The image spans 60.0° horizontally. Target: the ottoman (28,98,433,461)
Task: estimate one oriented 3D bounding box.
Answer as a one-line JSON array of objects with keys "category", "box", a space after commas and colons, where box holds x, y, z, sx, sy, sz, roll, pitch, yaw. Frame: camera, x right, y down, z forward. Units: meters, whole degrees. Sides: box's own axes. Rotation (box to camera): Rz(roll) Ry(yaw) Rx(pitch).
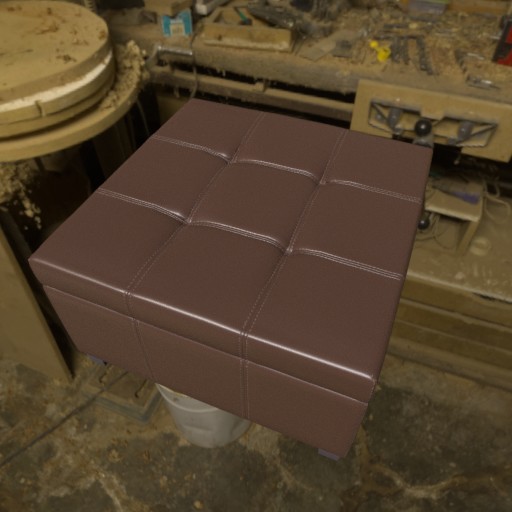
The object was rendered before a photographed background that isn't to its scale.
[{"category": "ottoman", "box": [0.000, 0.000, 1.268, 0.787, 0.460, 0.788, 17, 50, 15]}]
